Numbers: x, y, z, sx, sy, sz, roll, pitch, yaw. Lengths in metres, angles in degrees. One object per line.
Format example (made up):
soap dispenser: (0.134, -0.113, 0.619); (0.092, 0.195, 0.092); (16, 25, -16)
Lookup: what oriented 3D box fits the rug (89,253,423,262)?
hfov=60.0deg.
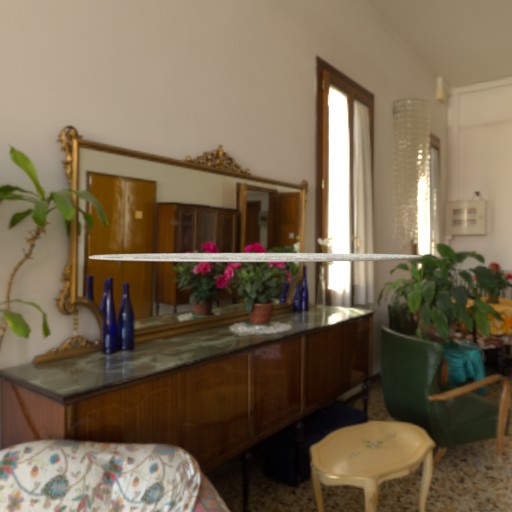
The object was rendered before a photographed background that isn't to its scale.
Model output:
rug: (0.000, 0.000, 2.258); (1.593, 0.012, 1.593); (0, 1, 0)
